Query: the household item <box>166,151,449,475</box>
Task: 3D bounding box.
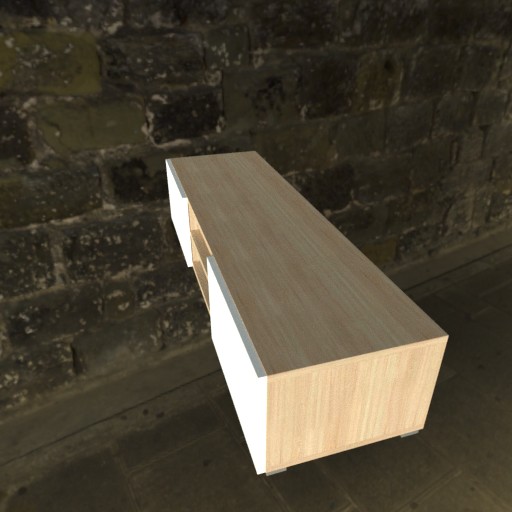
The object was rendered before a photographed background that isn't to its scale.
[{"bbox_3d":[0.000,0.000,1.536,0.420,0.310,1.400,-9,31,-15],"label":"household item"}]
